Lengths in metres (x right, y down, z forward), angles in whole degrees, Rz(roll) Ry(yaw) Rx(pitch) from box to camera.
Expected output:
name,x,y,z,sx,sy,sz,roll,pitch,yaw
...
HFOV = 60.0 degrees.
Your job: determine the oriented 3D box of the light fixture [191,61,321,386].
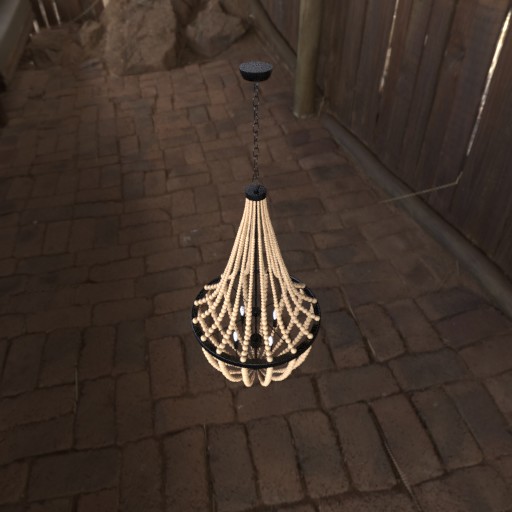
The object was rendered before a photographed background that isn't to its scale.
name,x,y,z,sx,sy,sz,roll,pitch,yaw
light fixture,0.000,0.000,1.379,0.450,1.133,0.450,0,40,0
